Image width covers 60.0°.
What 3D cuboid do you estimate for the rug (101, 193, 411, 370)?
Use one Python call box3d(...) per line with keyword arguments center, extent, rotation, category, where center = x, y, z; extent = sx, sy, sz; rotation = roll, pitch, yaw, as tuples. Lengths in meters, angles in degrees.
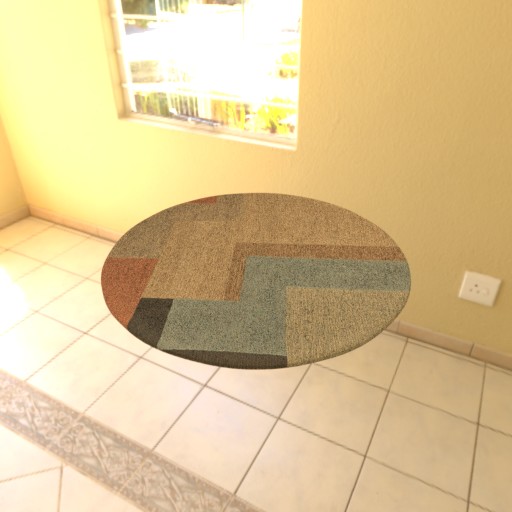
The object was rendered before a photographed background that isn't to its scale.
box3d(center=(0.000, 0.000, 3.662), extent=(2.461, 0.033, 2.461), rotation=(0, 33, 0), category="rug")
